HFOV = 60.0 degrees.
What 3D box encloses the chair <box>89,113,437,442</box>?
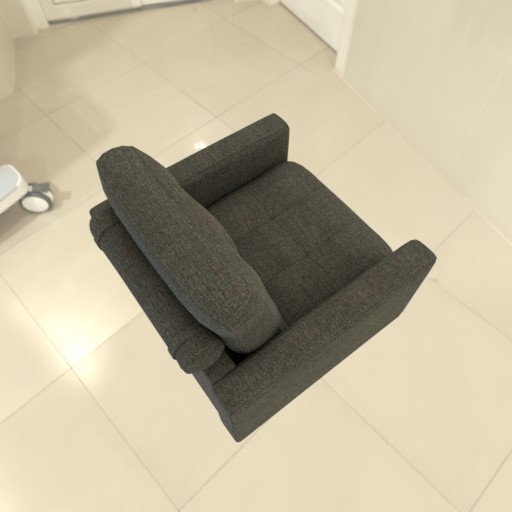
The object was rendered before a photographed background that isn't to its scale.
[{"bbox_3d":[0.000,0.000,1.503,0.843,0.880,0.821,-33,64,-18],"label":"chair"}]
